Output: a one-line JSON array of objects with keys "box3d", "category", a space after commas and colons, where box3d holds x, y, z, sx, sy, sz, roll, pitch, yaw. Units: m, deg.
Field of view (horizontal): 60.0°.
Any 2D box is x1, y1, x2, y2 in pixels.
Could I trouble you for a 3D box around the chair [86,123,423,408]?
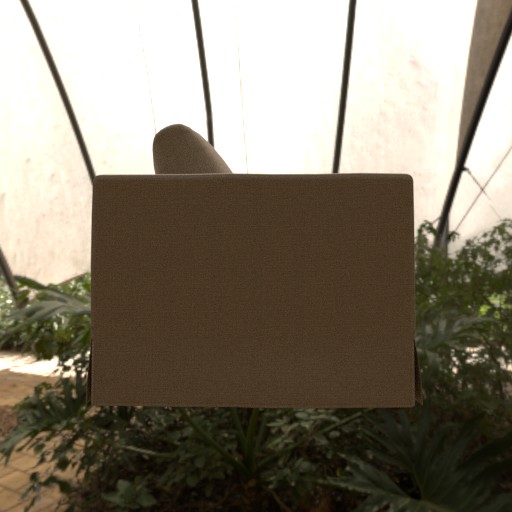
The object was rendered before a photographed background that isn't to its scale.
[{"box3d": [0.000, 0.000, 1.810, 0.957, 0.878, 1.150, 0, -2, 1], "category": "chair"}]
